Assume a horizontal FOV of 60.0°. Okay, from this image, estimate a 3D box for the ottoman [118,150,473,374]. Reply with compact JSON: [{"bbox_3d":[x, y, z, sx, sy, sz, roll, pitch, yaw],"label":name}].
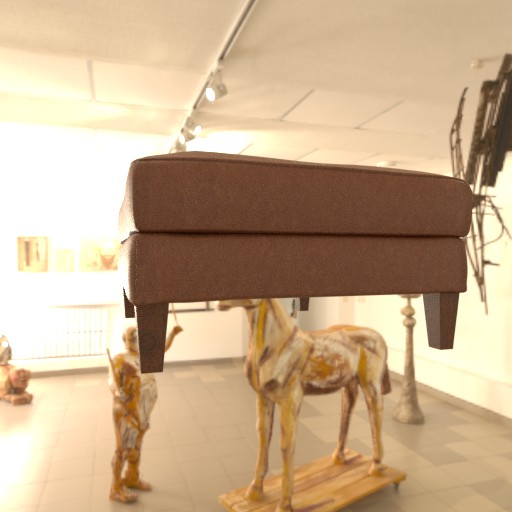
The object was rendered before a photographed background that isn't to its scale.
[{"bbox_3d":[0.000,0.000,1.423,0.836,0.472,0.987,0,0,-18],"label":"ottoman"}]
